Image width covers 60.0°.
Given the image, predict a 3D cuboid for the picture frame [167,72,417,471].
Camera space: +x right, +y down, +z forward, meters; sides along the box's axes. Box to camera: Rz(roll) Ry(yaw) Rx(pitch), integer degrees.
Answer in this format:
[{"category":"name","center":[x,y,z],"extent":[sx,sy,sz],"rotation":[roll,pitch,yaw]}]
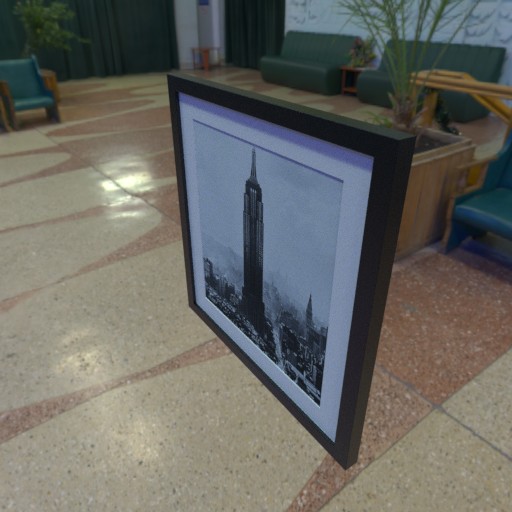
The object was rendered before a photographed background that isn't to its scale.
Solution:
[{"category":"picture frame","center":[0.000,0.000,0.806],"extent":[0.029,0.557,0.559],"rotation":[-20,36,-30]}]
